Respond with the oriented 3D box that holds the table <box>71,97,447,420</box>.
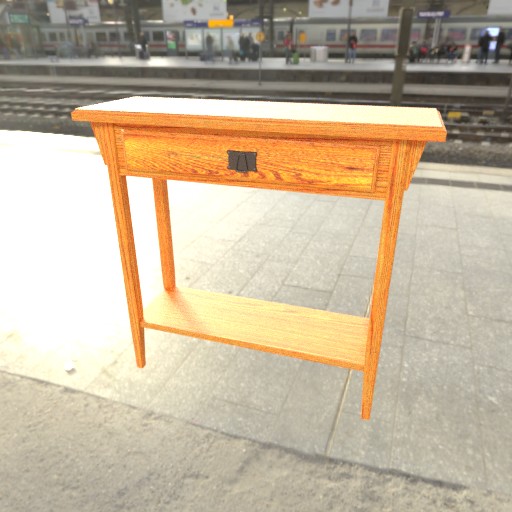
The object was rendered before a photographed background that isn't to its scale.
[{"bbox_3d":[0.000,0.000,1.117,0.762,0.711,0.254,8,27,16],"label":"table"}]
